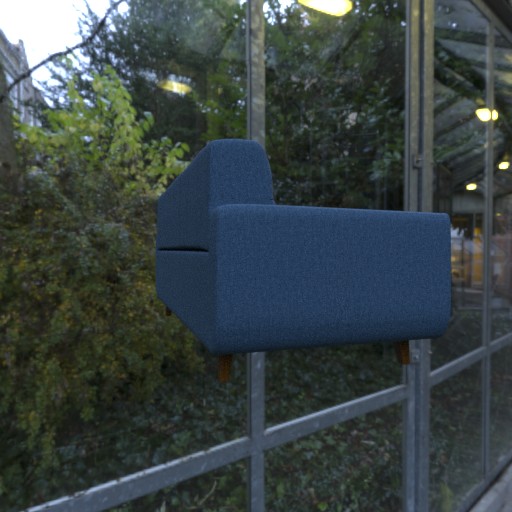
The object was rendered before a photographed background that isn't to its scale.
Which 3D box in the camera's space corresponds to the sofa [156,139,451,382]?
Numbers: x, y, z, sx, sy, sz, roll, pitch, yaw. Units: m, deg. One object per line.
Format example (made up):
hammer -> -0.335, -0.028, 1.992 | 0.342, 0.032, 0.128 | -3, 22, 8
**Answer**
sofa -> 0.000, 0.000, 2.526 | 0.942, 0.884, 2.055 | 0, 1, -18
